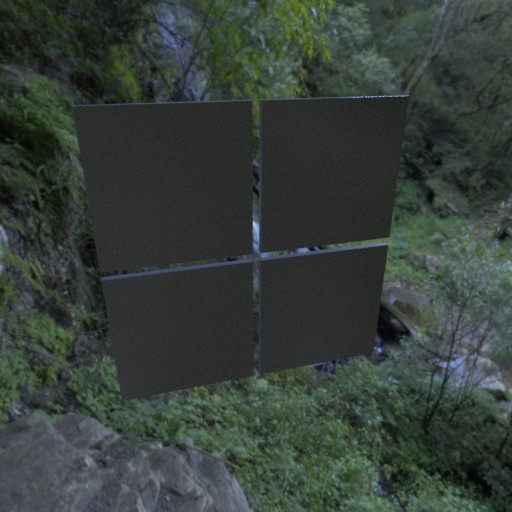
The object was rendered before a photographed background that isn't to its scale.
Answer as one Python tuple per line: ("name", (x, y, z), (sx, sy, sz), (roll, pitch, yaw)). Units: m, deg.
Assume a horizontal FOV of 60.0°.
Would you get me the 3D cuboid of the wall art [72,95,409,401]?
("wall art", (0.000, 0.000, 1.677), (1.118, 1.118, 0.029), (-7, 26, -14))
